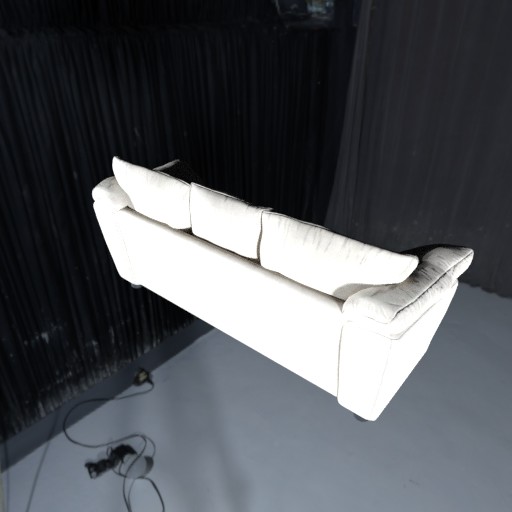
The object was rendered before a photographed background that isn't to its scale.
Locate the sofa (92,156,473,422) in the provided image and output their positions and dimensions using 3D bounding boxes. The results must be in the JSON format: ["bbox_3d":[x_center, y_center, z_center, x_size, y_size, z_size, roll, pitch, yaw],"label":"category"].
[{"bbox_3d":[0.000,0.000,2.835,2.334,0.996,0.878,23,37,34],"label":"sofa"}]
